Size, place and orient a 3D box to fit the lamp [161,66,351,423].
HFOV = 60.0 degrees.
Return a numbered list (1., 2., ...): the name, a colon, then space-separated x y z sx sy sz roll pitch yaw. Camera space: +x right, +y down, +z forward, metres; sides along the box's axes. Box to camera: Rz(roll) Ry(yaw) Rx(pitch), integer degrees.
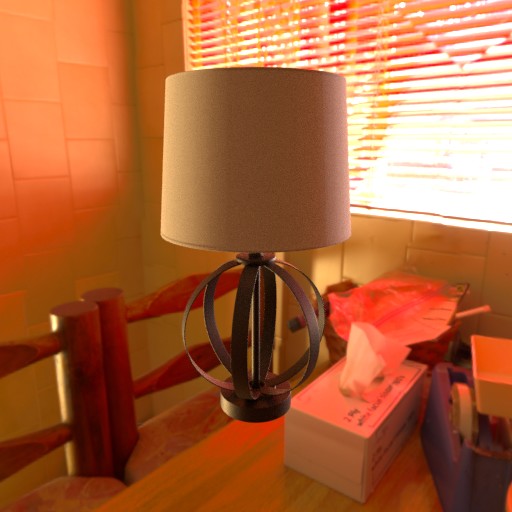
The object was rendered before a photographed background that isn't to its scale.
1. lamp: 0.000 0.000 0.691 0.286 0.510 0.286 0 14 0
